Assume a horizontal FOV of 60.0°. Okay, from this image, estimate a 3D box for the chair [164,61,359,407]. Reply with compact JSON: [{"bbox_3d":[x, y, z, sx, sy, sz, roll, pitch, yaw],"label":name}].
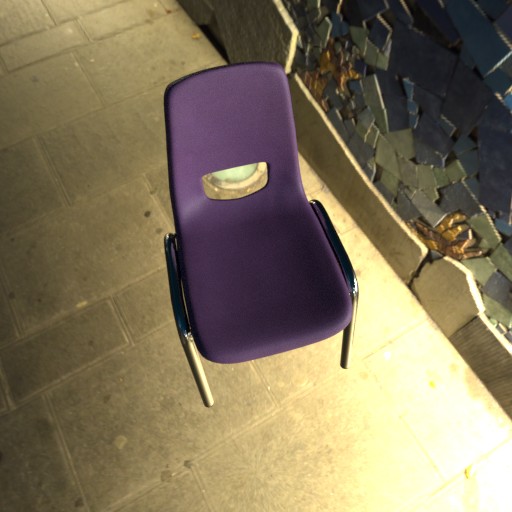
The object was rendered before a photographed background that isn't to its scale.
[{"bbox_3d":[0.000,0.000,0.863,0.356,0.584,0.419,-14,65,-7],"label":"chair"}]
